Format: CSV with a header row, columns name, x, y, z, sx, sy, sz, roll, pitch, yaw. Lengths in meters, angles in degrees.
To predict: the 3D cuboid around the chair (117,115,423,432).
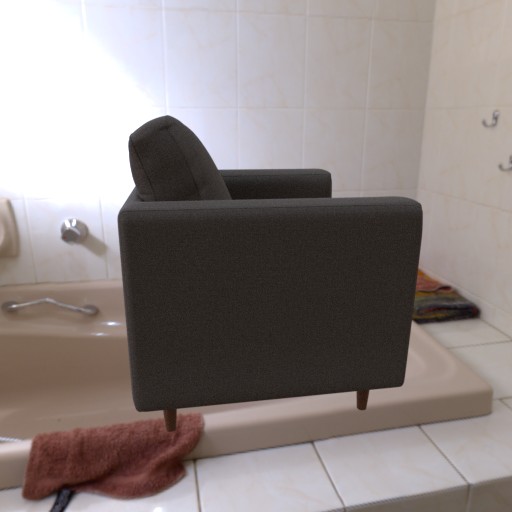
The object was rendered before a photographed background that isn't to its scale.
name,x,y,z,sx,sy,sz,roll,pitch,yaw
chair,0.000,0.000,1.532,0.800,0.927,0.854,-3,17,-9
